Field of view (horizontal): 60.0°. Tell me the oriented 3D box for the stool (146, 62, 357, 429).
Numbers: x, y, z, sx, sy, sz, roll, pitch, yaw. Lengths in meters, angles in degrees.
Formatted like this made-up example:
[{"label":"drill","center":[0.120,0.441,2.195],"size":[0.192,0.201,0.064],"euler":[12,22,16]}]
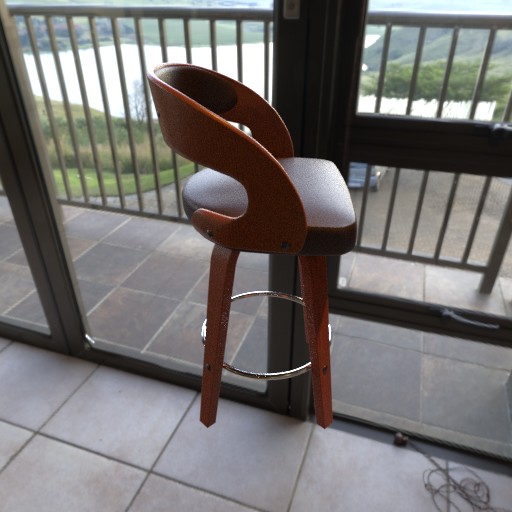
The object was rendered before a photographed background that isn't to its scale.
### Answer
[{"label":"stool","center":[0.000,0.000,1.183],"size":[0.457,0.940,0.457],"euler":[0,31,1]}]
